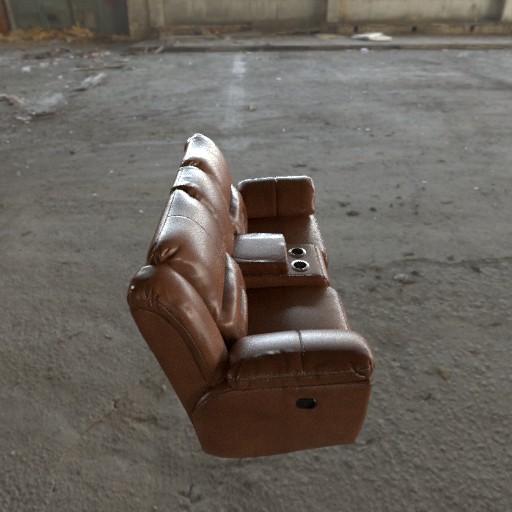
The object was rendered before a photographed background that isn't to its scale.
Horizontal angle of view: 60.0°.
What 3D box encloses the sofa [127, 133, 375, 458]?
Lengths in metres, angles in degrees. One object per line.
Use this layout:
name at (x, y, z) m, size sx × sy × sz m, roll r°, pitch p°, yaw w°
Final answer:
sofa at (0.000, 0.000, 2.626) m, size 0.991 × 1.043 × 2.058 m, roll -1°, pitch 31°, yaw -1°
